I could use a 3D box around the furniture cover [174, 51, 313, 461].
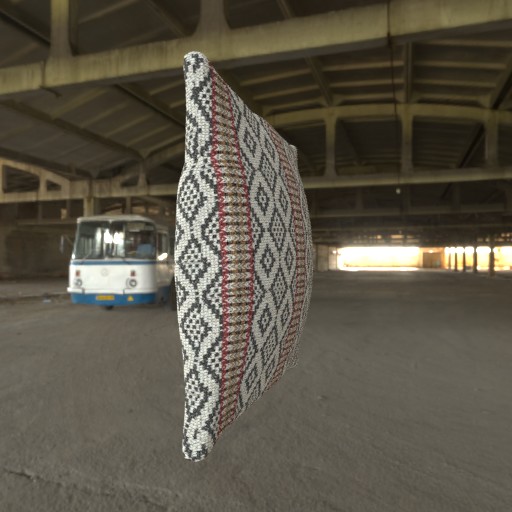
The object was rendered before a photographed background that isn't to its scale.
[{"bbox_3d":[0.000,0.000,0.777,0.182,0.506,0.503,0,0,18],"label":"furniture cover"}]
